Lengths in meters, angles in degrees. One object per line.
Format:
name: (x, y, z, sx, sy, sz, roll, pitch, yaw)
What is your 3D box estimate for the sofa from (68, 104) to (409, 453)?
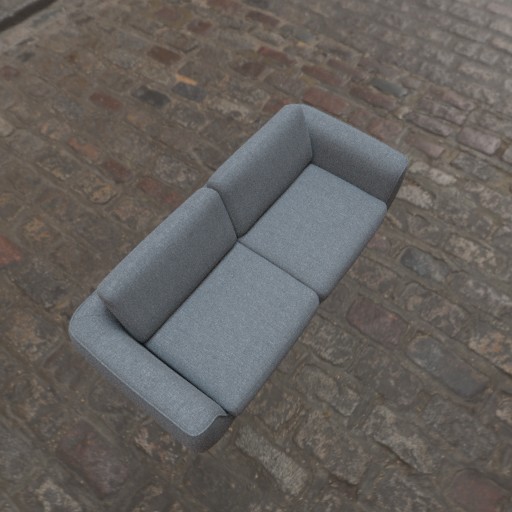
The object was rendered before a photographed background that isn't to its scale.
sofa: (0.000, 0.000, 2.521, 0.920, 0.870, 2.000, 33, 65, 18)
